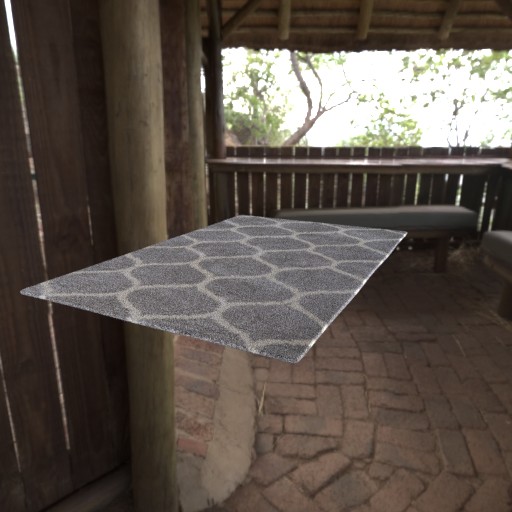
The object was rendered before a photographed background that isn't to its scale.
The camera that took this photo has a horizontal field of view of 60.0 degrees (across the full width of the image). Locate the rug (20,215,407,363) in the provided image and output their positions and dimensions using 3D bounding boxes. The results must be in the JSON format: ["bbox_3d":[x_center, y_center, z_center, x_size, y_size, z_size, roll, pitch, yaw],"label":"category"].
[{"bbox_3d":[0.000,0.000,3.402,1.801,0.026,2.701,8,18,26],"label":"rug"}]
